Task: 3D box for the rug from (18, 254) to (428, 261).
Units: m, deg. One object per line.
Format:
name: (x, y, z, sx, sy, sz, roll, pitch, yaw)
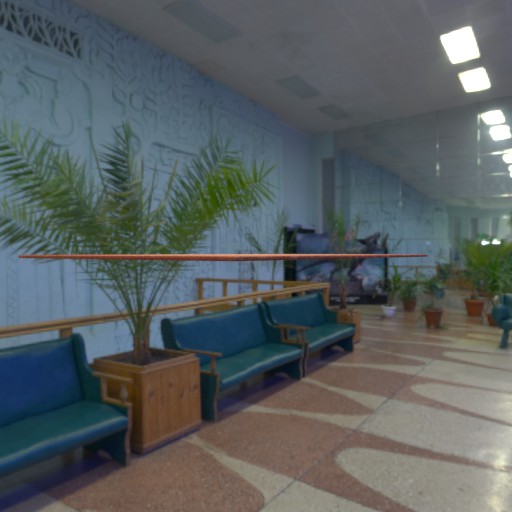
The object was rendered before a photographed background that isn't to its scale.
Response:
rug: (0.000, 0.000, 2.292, 1.219, 0.014, 1.829, 0, 1, 37)
